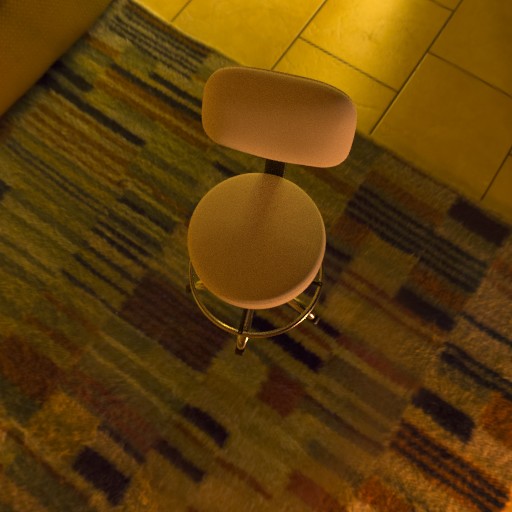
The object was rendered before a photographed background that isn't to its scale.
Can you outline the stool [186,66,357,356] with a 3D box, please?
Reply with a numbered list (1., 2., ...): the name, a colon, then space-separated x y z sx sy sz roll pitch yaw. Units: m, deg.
1. stool: 0.000 0.000 1.477 0.609 1.080 0.616 14 75 4
